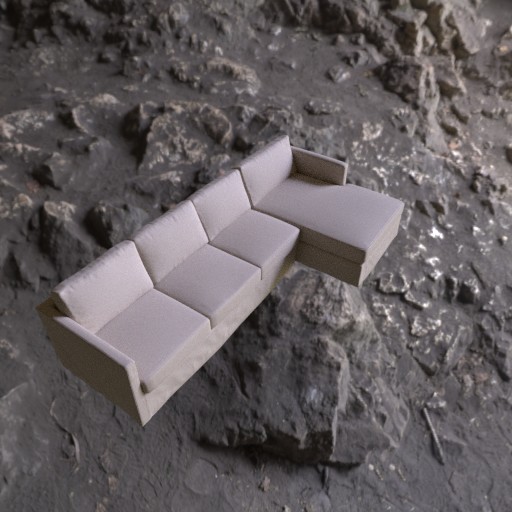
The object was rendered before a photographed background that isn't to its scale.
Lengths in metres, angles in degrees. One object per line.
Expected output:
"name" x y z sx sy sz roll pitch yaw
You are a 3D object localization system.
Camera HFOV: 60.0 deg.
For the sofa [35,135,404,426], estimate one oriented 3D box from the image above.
"sofa" 0.000 0.000 3.940 1.622 0.871 3.206 24 46 26
